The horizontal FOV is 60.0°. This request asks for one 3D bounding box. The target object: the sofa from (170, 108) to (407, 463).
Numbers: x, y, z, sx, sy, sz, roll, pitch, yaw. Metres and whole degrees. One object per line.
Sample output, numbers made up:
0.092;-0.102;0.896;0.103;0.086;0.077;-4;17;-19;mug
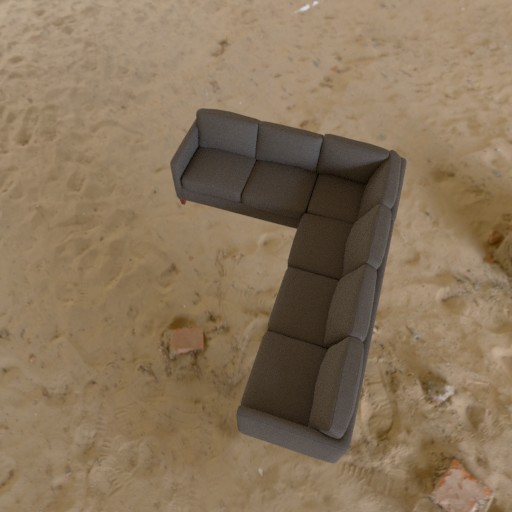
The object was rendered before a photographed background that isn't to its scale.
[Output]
0.000;0.000;4.607;2.593;0.947;3.302;15;58;10;sofa
